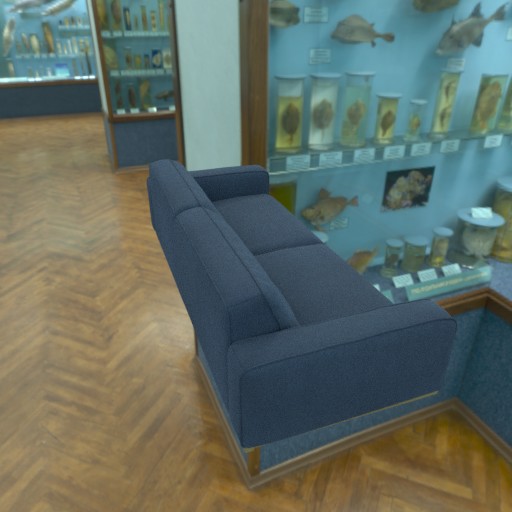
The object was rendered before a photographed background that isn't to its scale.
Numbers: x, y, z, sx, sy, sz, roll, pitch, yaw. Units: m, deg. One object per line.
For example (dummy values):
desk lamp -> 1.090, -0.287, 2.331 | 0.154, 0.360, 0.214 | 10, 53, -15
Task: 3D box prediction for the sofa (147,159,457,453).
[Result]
sofa -> 0.000, 0.000, 2.652 | 0.953, 0.782, 2.270 | -10, 30, -18
